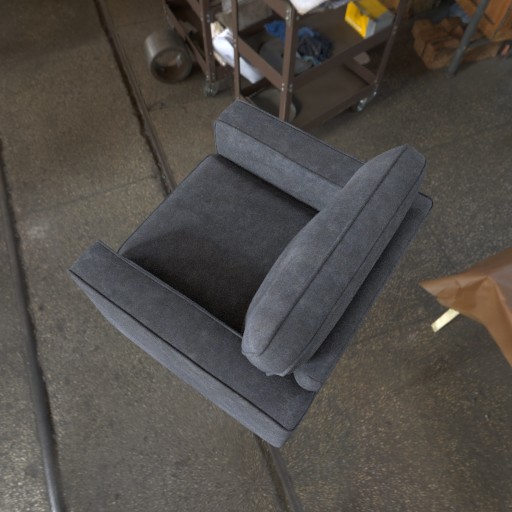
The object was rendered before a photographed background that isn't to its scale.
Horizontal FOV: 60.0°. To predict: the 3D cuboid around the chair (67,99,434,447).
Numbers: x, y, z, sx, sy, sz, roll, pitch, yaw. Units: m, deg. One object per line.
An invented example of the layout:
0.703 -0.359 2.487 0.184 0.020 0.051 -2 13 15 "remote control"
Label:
0.000 0.000 1.721 0.939 0.965 1.015 32 67 15 "chair"
